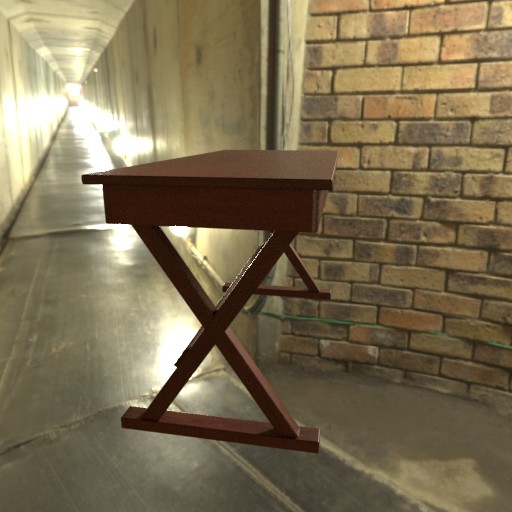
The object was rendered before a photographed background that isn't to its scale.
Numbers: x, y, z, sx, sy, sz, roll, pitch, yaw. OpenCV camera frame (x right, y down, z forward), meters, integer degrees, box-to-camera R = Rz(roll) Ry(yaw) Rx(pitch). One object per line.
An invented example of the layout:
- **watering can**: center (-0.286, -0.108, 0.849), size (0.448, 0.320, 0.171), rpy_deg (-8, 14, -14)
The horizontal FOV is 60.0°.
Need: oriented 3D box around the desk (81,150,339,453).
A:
- **desk**: center (0.000, 0.000, 1.766), size (0.600, 0.761, 1.372), rpy_deg (3, 16, 10)
